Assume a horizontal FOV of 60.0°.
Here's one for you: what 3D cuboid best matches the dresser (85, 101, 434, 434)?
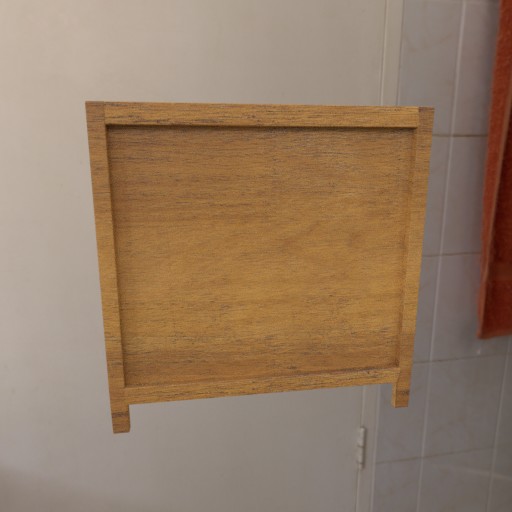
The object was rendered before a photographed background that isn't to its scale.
[{"bbox_3d":[0.000,0.000,1.297,0.804,0.804,0.427,-2,13,-9],"label":"dresser"}]
